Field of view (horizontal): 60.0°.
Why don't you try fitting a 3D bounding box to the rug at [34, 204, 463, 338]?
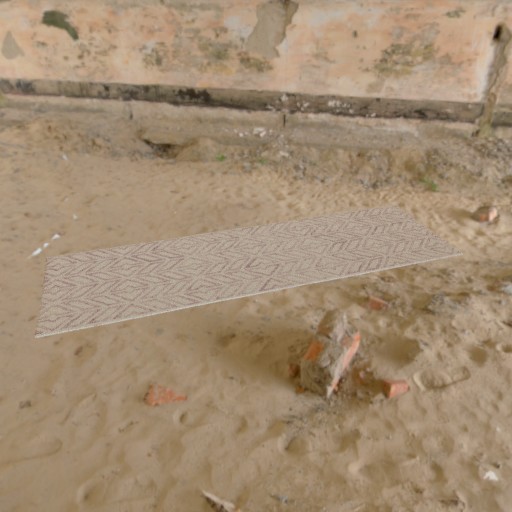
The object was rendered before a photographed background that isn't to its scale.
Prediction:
[{"bbox_3d":[0.000,0.000,2.706,2.435,0.009,0.750,-10,33,-15],"label":"rug"}]
